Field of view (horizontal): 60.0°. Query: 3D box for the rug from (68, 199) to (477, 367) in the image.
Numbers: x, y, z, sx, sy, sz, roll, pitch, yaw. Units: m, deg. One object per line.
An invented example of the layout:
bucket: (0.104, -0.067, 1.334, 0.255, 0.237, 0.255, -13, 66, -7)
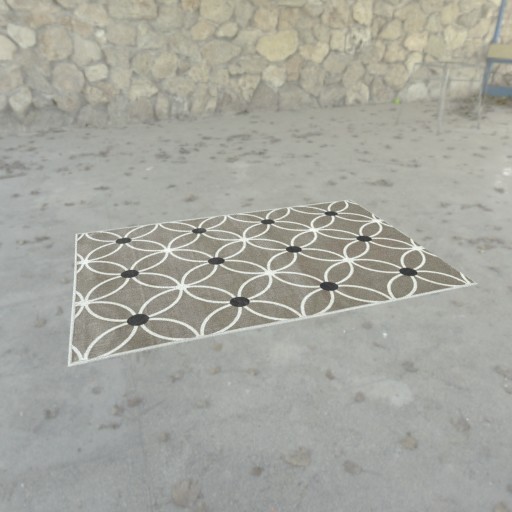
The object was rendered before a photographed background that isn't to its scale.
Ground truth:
rug: (0.000, 0.000, 2.943, 2.284, 0.008, 1.522, -9, 29, -16)
